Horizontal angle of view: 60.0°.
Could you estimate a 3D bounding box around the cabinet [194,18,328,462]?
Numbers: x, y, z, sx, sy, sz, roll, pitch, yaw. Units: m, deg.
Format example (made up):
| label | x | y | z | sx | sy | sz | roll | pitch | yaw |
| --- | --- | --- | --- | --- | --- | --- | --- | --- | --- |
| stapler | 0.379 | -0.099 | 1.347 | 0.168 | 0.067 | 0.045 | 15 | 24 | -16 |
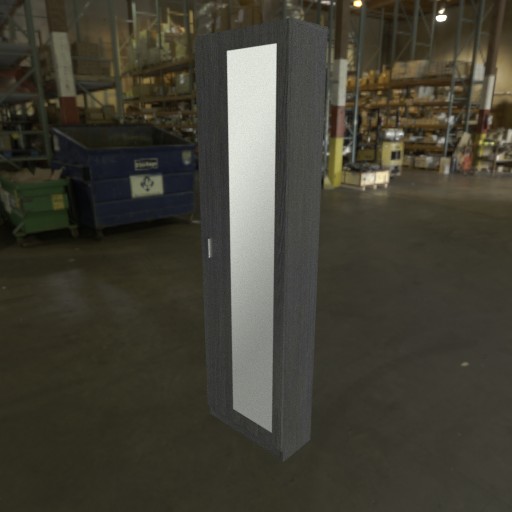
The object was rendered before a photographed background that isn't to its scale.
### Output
| label | x | y | z | sx | sy | sz | roll | pitch | yaw |
| --- | --- | --- | --- | --- | --- | --- | --- | --- | --- |
| cabinet | 0.000 | 0.000 | 1.953 | 0.500 | 1.790 | 0.230 | 15 | 23 | 41 |
